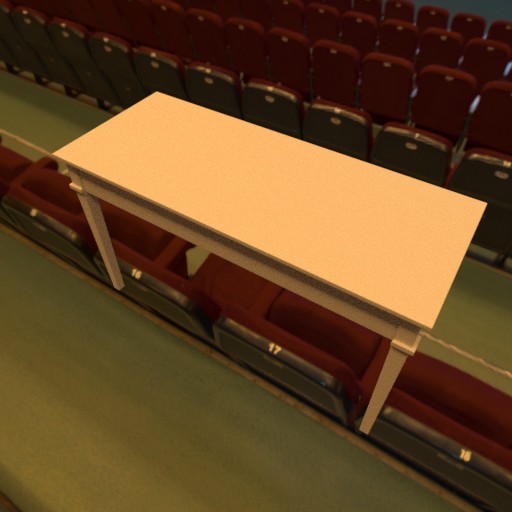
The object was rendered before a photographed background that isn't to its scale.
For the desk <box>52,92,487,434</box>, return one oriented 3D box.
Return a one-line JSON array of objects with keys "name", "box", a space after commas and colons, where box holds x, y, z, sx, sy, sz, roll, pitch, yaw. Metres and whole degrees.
[{"name": "desk", "box": [0.000, 0.000, 1.769, 1.372, 0.774, 0.559, 25, 52, 22]}]
